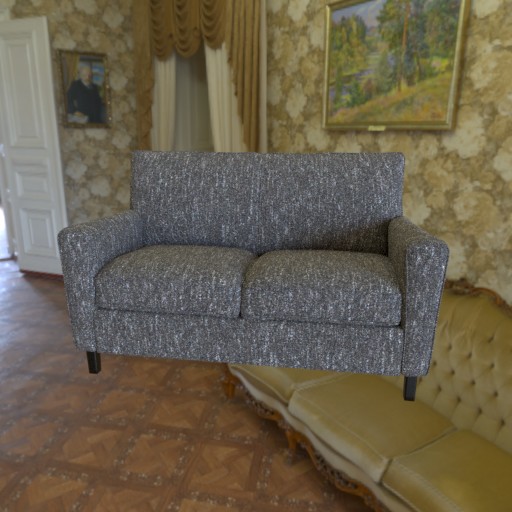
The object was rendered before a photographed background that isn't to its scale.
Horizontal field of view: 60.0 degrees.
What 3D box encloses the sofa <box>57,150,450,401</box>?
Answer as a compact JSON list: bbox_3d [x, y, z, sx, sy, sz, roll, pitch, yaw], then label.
[{"bbox_3d":[0.000,0.000,2.087,1.519,0.946,0.801,2,15,9],"label":"sofa"}]
